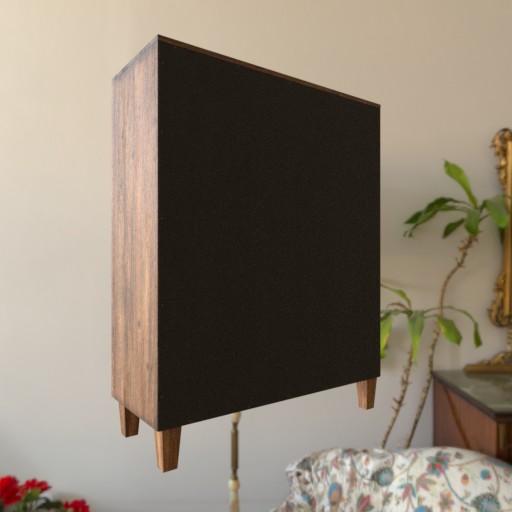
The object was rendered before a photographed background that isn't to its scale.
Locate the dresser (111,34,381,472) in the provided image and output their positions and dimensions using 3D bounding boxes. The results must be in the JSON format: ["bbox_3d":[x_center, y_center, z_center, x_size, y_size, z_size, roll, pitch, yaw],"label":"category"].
[{"bbox_3d":[0.000,0.000,1.849,1.067,1.359,0.438,0,0,-36],"label":"dresser"}]
